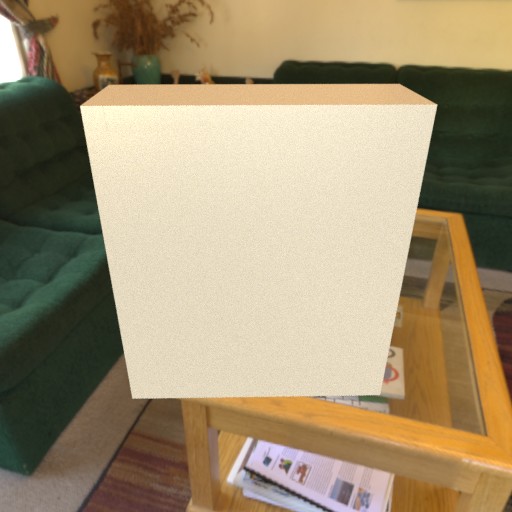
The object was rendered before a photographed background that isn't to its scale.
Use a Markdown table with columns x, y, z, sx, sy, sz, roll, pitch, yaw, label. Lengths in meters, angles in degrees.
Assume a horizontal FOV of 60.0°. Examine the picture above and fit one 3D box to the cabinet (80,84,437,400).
| x | y | z | sx | sy | sz | roll | pitch | yaw | label |
| --- | --- | --- | --- | --- | --- | --- | --- | --- | --- |
| 0.000 | 0.000 | 1.647 | 0.990 | 1.150 | 0.348 | -1 | 30 | -1 | cabinet |
